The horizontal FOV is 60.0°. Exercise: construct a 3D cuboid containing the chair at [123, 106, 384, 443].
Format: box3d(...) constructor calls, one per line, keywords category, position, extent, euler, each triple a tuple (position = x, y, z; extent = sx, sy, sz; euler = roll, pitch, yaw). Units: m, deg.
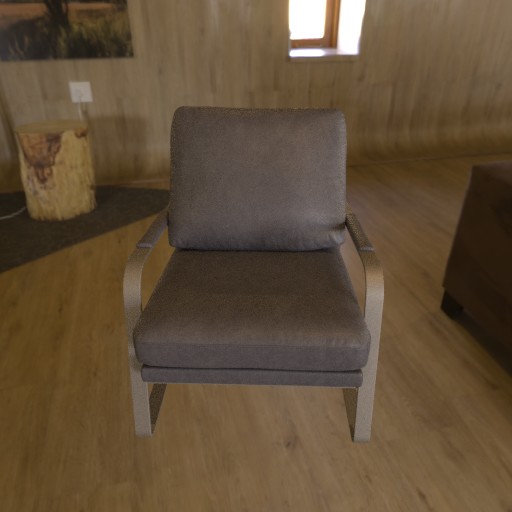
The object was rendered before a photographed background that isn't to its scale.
box3d(category="chair", position=(0.000, 0.000, 1.460), extent=(0.692, 0.839, 0.878), euler=(1, 29, 2))
